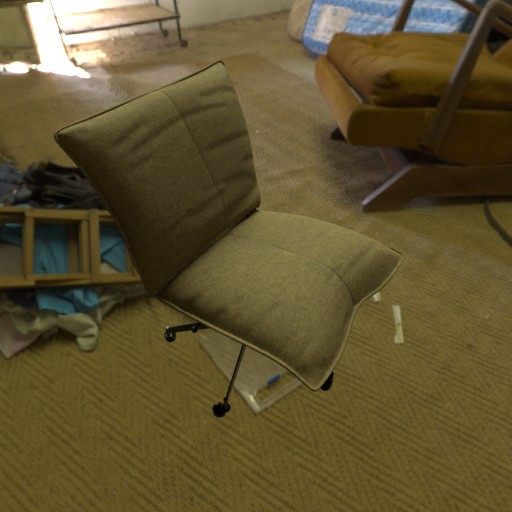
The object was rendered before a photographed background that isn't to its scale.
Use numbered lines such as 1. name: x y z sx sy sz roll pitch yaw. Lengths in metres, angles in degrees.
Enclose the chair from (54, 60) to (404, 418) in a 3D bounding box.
1. chair: 0.000 0.000 1.255 0.696 0.811 0.597 24 46 26
